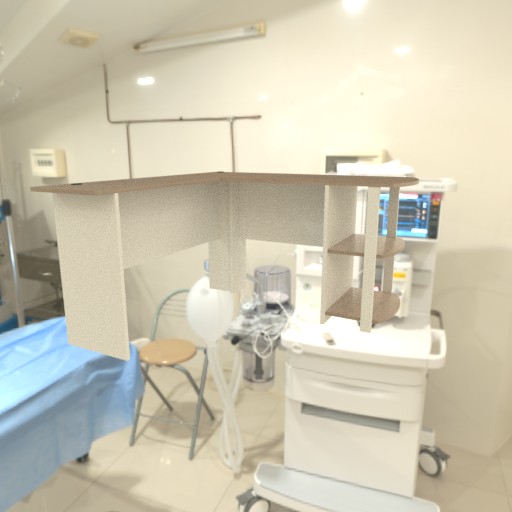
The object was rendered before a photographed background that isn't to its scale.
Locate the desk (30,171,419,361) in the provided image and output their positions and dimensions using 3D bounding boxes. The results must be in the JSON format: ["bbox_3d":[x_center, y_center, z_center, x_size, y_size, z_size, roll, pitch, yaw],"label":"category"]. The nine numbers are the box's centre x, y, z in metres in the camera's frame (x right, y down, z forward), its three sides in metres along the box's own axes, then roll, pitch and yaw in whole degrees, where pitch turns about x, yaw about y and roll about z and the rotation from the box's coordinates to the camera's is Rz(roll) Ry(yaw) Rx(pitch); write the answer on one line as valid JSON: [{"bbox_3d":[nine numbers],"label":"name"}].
[{"bbox_3d":[0.000,0.000,2.128,1.303,0.716,1.361,7,15,27],"label":"desk"}]
